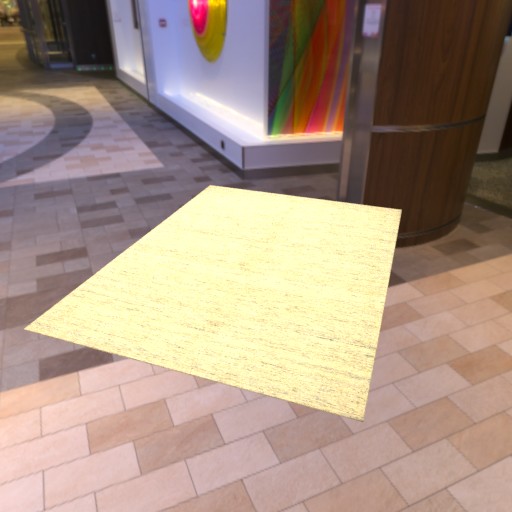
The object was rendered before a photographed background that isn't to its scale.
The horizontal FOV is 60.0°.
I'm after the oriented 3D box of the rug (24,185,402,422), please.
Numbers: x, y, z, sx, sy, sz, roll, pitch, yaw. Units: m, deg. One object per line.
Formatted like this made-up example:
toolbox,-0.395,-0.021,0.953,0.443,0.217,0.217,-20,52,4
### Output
rug,0.000,0.000,4.175,2.437,0.014,3.201,10,31,17
